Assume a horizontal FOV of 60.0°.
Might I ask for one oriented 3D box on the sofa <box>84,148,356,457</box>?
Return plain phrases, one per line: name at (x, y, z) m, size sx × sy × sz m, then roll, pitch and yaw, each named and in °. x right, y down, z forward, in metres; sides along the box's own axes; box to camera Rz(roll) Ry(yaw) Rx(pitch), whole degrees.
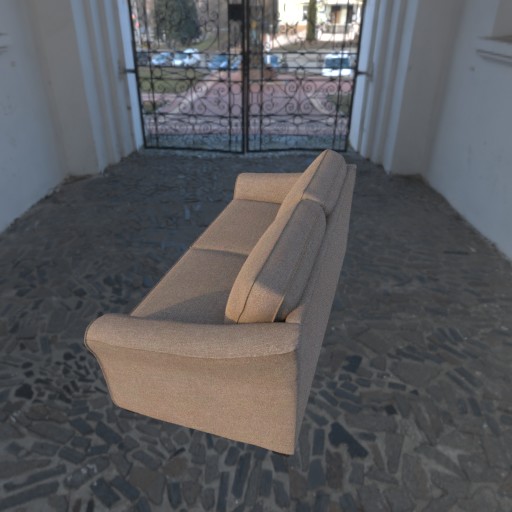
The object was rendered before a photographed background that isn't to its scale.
sofa at (0.000, 0.000, 2.799) m, size 0.986 × 0.906 × 2.270 m, roll 8°, pitch 31°, yaw 14°
